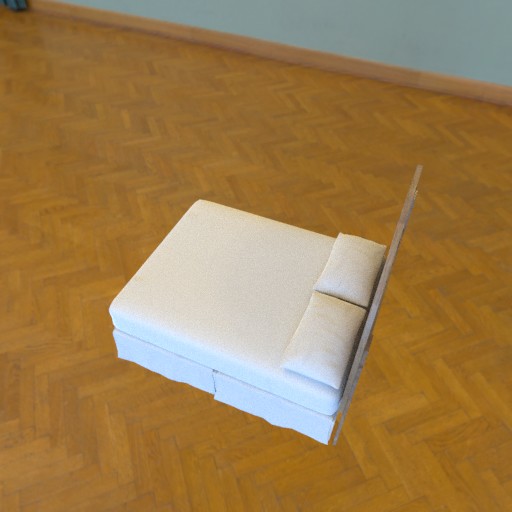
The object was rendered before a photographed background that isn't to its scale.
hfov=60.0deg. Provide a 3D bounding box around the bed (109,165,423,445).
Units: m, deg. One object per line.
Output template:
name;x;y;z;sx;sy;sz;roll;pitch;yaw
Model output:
bed;0.000;0.000;3.627;2.112;2.002;1.713;18;49;16
